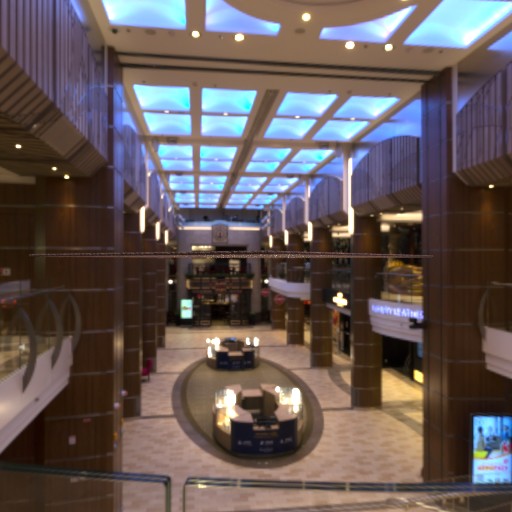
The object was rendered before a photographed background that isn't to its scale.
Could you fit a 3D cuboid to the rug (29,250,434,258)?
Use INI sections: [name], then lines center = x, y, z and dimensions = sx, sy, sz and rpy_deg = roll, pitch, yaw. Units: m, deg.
[rug]
center = 0.000, 0.000, 4.145
dimensions = 2.411, 0.020, 3.032
rpy_deg = 0, -1, 36
